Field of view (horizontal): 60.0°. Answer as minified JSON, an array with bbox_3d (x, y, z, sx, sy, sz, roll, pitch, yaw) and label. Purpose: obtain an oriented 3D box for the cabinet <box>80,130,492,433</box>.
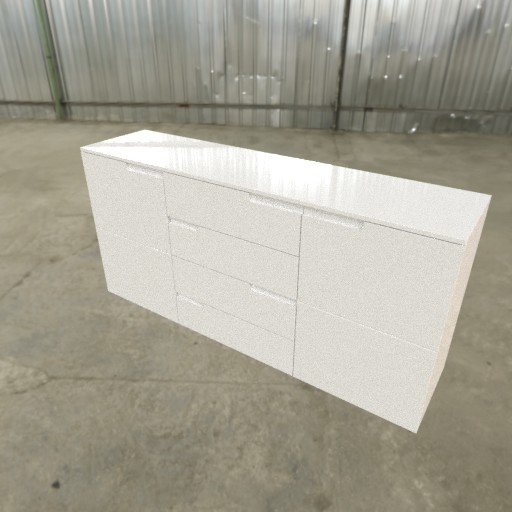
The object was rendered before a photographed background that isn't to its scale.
[{"bbox_3d":[0.000,0.000,1.949,1.650,0.800,0.400,18,34,29],"label":"cabinet"}]
